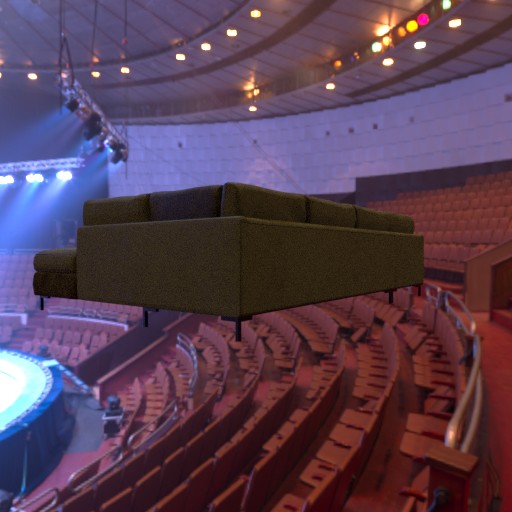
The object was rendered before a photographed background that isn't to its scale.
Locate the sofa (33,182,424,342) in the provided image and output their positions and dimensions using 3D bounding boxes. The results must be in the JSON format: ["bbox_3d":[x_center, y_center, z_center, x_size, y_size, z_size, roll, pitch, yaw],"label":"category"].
[{"bbox_3d":[0.000,0.000,3.281,1.707,0.687,2.486,0,1,37],"label":"sofa"}]
